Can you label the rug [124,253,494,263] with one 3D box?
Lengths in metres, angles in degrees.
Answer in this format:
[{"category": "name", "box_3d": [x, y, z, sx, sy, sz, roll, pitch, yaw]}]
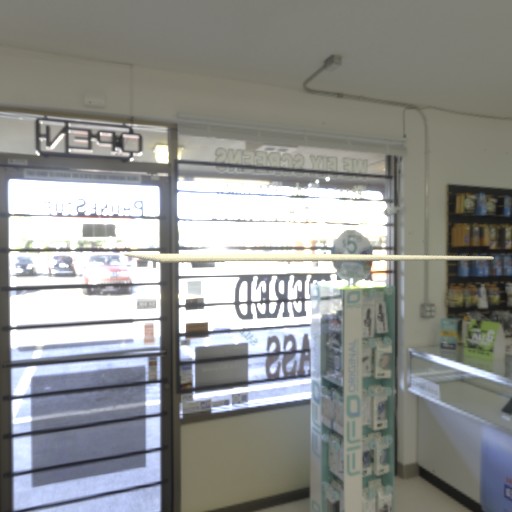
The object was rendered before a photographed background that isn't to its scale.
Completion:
[{"category": "rug", "box_3d": [0.000, 0.000, 2.290, 1.219, 0.013, 1.829, 0, 1, -20]}]
